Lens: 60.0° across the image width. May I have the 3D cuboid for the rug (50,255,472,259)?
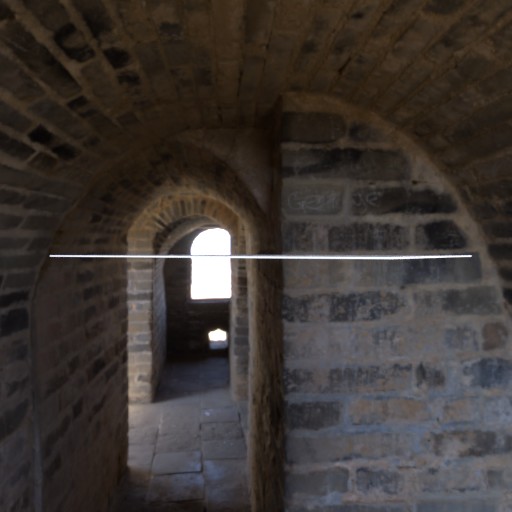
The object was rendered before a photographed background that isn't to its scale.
[{"bbox_3d":[0.000,0.000,2.868,2.284,0.008,1.522,0,0,36],"label":"rug"}]
